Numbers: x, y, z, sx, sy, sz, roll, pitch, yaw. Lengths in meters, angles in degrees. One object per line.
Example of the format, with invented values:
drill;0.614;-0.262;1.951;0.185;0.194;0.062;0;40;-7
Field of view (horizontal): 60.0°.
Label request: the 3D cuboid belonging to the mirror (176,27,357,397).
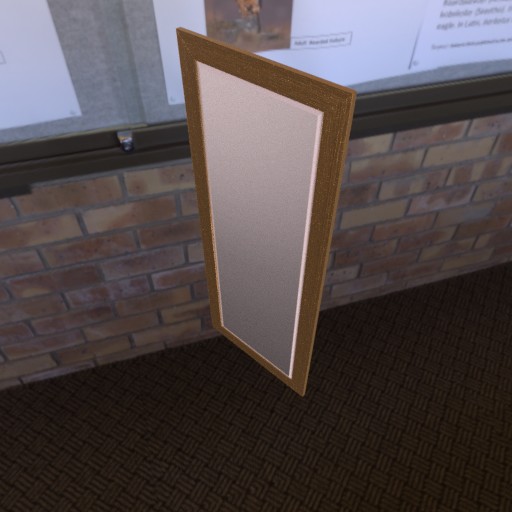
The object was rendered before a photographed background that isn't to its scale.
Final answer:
mirror;0.000;0.000;2.287;0.812;2.031;0.025;33;55;27
